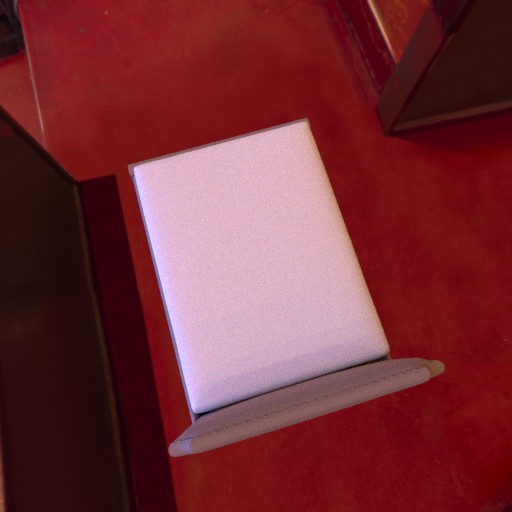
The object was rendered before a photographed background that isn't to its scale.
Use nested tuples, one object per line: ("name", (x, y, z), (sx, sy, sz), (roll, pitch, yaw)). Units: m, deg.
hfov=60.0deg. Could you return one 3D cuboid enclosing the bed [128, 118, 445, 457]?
("bed", (0.000, 0.000, 3.455), (1.713, 1.443, 2.372), (-16, 76, -4))
